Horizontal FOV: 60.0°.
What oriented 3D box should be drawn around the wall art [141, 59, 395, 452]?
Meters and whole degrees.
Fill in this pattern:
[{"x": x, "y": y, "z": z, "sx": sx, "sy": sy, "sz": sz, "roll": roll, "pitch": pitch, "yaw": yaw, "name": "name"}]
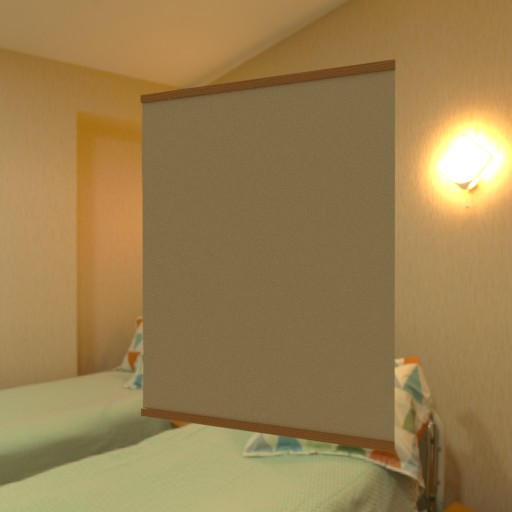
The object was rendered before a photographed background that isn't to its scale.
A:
[{"x": 0.000, "y": 0.000, "z": 0.765, "sx": 0.458, "sy": 0.605, "sz": 0.011, "roll": 0, "pitch": 0, "yaw": 20, "name": "wall art"}]
